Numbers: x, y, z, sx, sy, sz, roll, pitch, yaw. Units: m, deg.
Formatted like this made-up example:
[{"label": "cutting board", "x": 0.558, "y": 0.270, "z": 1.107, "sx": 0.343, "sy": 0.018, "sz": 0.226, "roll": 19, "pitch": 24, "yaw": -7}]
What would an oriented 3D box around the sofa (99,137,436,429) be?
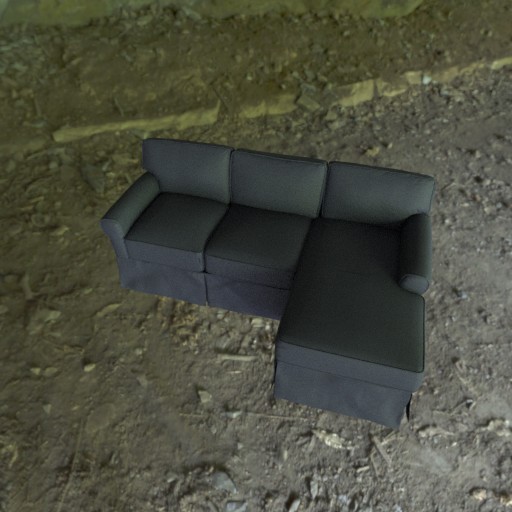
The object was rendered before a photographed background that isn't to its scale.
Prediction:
[{"label": "sofa", "x": 0.000, "y": 0.000, "z": 3.347, "sx": 2.518, "sy": 1.039, "sz": 1.637, "roll": 11, "pitch": 41, "yaw": 12}]
